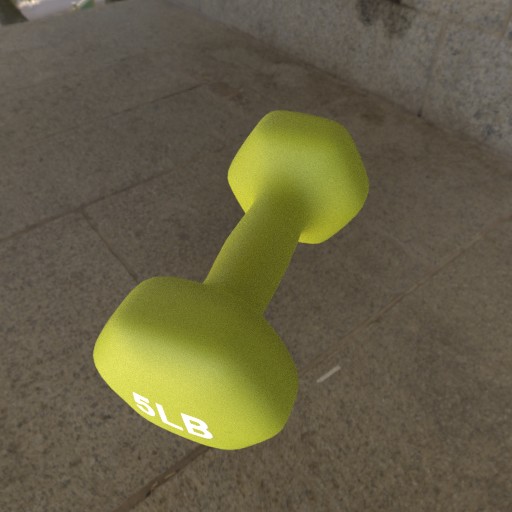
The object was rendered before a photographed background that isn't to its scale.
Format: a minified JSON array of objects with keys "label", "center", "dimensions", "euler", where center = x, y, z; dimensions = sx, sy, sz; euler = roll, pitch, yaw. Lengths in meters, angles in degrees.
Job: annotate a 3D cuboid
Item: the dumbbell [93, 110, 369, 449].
[{"label":"dumbbell","center":[0.000,0.000,0.207],"dimensions":[0.080,0.072,0.164],"euler":[16,48,15]}]
